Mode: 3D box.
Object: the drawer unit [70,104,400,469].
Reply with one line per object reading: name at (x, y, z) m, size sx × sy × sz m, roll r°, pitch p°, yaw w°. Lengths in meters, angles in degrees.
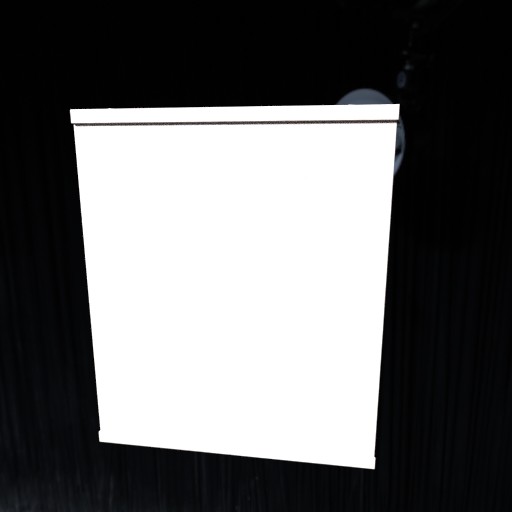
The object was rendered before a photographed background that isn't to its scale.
drawer unit at (0.000, 0.000, 0.589) m, size 0.290 × 0.344 × 0.349 m, roll 2°, pitch 13°, yaw 8°
